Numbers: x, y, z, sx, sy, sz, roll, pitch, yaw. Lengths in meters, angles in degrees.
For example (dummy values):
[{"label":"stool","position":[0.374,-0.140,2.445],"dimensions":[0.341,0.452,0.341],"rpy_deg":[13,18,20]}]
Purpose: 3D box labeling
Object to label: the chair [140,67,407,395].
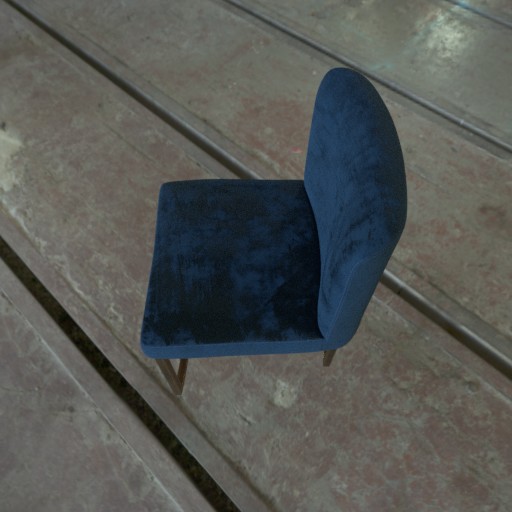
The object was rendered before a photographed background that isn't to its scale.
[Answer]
[{"label":"chair","position":[0.000,0.000,1.172],"dimensions":[0.560,0.824,0.530],"rpy_deg":[-1,57,-1]}]
